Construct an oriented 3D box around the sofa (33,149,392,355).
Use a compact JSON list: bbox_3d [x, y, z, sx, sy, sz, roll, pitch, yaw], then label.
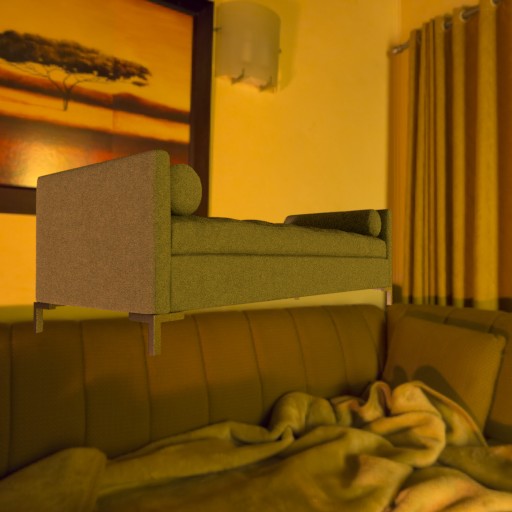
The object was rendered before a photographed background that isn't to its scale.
[{"bbox_3d":[0.000,0.000,2.459,0.797,0.657,2.102,-1,-1,37],"label":"sofa"}]
